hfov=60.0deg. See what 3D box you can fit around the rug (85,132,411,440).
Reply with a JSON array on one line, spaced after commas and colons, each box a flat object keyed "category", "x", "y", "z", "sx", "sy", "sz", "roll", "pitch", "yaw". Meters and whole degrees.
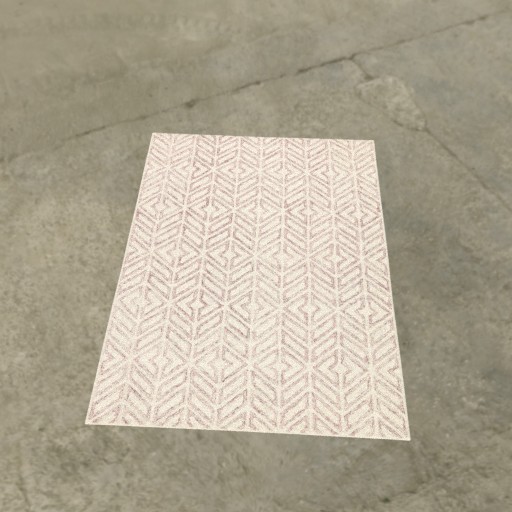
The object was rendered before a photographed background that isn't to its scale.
[{"category": "rug", "x": 0.000, "y": 0.000, "z": 4.066, "sx": 2.421, "sy": 0.008, "sz": 3.045, "roll": 2, "pitch": 59, "yaw": 1}]
